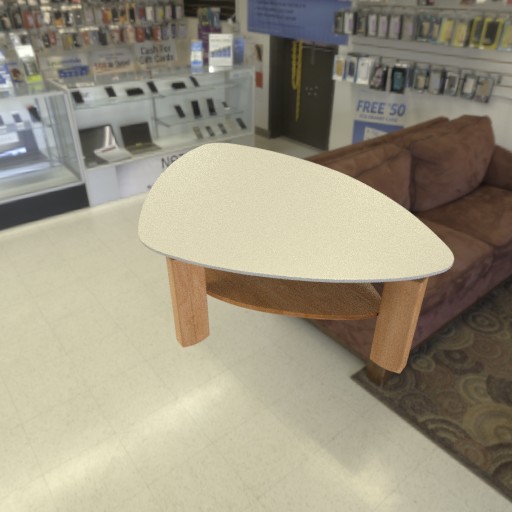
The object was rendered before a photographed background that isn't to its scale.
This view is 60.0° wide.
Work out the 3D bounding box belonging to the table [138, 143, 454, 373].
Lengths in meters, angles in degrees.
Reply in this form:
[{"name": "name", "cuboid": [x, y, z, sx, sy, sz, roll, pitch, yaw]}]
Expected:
[{"name": "table", "cuboid": [0.000, 0.000, 1.636, 0.850, 0.440, 1.250, -21, 38, -30]}]
